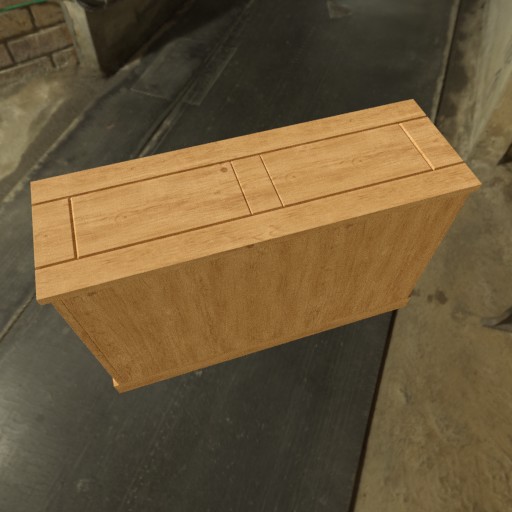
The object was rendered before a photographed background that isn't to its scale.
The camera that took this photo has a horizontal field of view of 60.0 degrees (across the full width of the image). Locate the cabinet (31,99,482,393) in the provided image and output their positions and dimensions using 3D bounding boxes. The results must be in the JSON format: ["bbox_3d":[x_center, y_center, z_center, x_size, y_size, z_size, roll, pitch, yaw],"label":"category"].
[{"bbox_3d":[0.000,0.000,1.701,1.321,0.810,0.432,-15,58,-10],"label":"cabinet"}]
